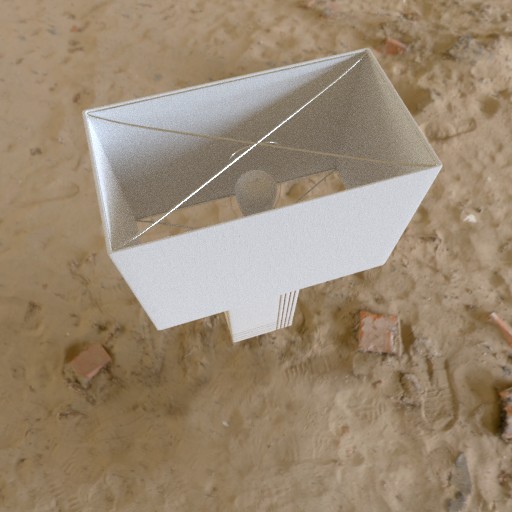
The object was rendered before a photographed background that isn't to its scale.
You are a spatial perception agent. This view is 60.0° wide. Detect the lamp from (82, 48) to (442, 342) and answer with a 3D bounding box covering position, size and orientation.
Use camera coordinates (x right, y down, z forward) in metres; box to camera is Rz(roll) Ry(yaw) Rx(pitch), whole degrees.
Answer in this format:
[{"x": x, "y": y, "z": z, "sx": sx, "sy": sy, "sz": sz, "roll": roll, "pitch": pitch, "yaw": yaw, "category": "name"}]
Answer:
[{"x": 0.000, "y": 0.000, "z": 0.698, "sx": 0.334, "sy": 0.543, "sz": 0.182, "roll": -16, "pitch": 64, "yaw": -8, "category": "lamp"}]
